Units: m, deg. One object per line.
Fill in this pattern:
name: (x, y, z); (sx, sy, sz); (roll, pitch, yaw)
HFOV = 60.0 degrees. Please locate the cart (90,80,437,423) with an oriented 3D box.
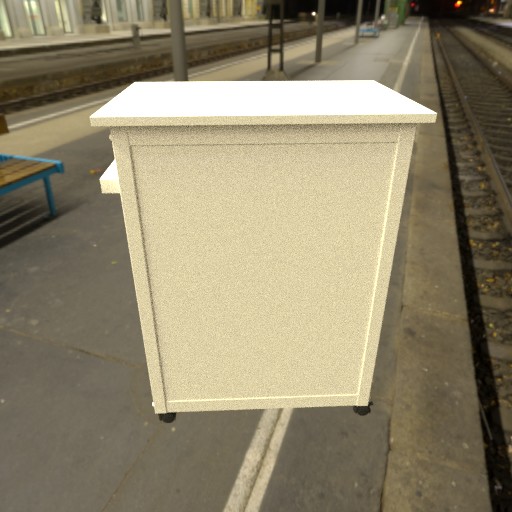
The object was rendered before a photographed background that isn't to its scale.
cart: (0.000, 0.000, 1.249); (0.683, 0.864, 0.442); (-1, 29, -2)
